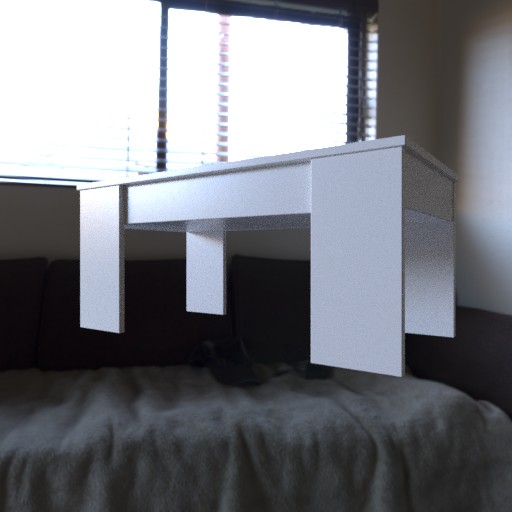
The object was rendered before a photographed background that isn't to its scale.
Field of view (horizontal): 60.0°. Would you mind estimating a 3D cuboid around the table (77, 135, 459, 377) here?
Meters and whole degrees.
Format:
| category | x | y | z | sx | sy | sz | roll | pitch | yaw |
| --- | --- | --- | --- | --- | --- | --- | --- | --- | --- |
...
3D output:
| category | x | y | z | sx | sy | sz | roll | pitch | yaw |
| --- | --- | --- | --- | --- | --- | --- | --- | --- | --- |
| table | 0.000 | 0.000 | 1.289 | 1.000 | 0.440 | 0.500 | 0 | 0 | 35 |
